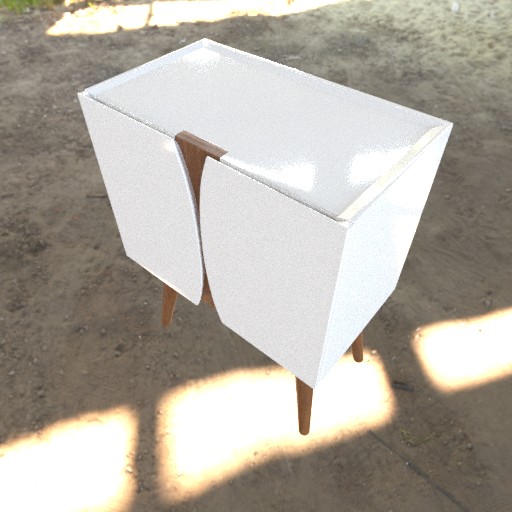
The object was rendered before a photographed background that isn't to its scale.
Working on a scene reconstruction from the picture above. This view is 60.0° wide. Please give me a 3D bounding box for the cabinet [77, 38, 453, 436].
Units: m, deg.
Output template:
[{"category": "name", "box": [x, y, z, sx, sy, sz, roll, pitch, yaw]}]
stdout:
[{"category": "cabinet", "box": [0.000, 0.000, 1.072, 0.591, 0.772, 0.344, 31, 54, 26]}]
